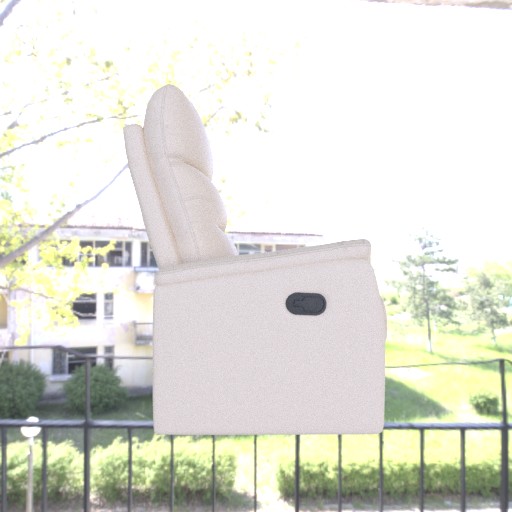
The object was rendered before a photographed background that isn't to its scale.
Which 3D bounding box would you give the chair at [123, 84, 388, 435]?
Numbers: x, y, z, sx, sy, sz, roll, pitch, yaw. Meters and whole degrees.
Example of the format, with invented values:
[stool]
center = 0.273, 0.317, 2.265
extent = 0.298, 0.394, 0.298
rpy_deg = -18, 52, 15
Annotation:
[chair]
center = 0.000, 0.000, 1.632
extent = 0.831, 1.082, 0.775
rpy_deg = 0, 0, -1
